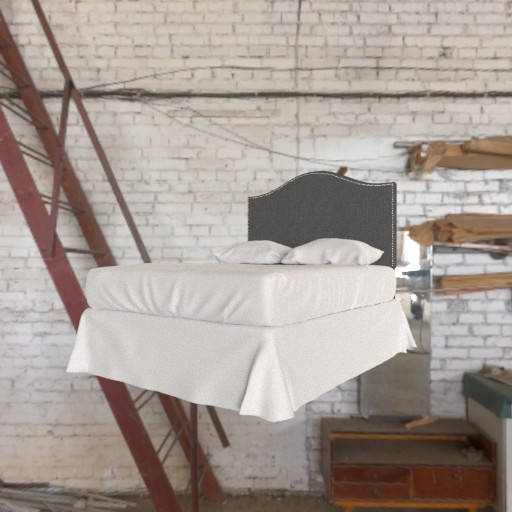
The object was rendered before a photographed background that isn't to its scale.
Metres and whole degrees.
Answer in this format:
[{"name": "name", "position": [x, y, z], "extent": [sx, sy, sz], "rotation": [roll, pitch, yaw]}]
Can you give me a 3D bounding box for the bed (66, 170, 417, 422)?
[{"name": "bed", "position": [0.000, 0.000, 3.486], "extent": [1.876, 1.645, 2.221], "rotation": [0, 0, 36]}]
